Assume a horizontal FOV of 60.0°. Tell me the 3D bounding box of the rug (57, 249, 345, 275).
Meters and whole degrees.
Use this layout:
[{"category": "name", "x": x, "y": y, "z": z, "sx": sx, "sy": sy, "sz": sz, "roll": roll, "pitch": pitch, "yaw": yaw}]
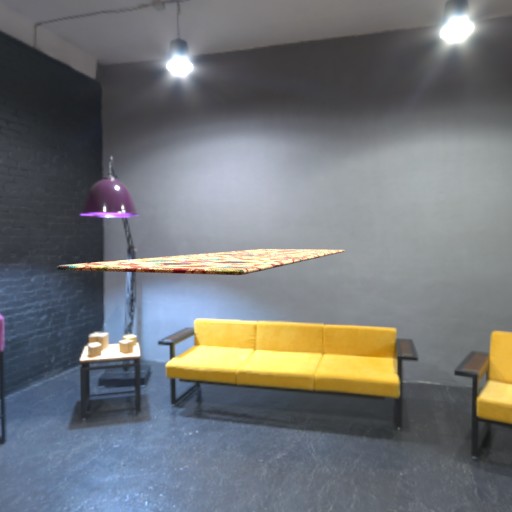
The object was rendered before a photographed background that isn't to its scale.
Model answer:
[{"category": "rug", "x": 0.000, "y": 0.000, "z": 2.468, "sx": 0.693, "sy": 0.016, "sz": 2.273, "roll": 1, "pitch": 3, "yaw": 19}]
